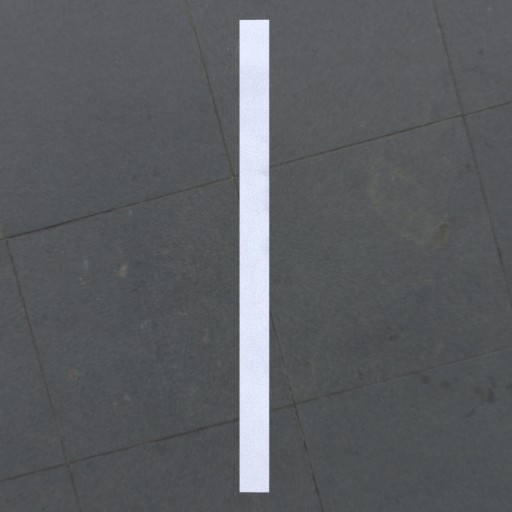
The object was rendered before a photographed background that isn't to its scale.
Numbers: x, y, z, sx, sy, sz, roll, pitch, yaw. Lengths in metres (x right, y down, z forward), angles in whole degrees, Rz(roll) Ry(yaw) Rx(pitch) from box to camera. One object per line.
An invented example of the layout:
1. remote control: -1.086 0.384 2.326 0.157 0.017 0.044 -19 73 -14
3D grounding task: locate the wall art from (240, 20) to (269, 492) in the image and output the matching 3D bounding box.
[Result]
1. wall art: 0.000 0.000 0.775 0.038 0.407 0.609 0 90 1
